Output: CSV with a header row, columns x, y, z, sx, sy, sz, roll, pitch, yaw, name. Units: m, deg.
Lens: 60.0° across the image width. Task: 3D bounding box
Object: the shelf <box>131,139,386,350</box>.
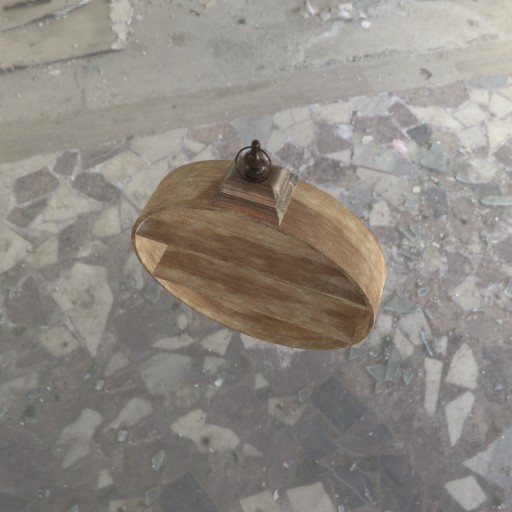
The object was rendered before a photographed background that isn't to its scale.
x,y,z,sx,sy,sz,roll,pitch,yaw,name
0.000,0.000,1.033,0.601,0.725,0.125,18,61,10,shelf
